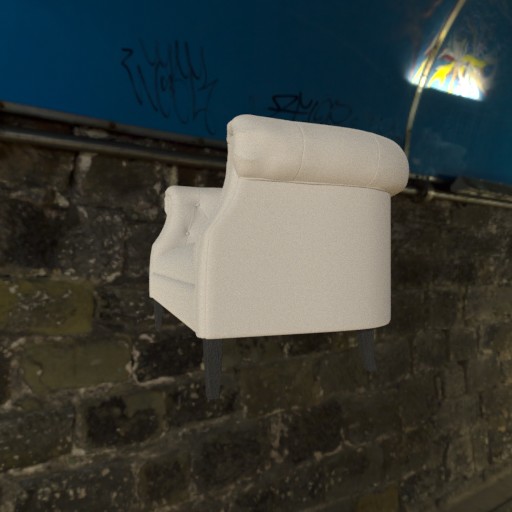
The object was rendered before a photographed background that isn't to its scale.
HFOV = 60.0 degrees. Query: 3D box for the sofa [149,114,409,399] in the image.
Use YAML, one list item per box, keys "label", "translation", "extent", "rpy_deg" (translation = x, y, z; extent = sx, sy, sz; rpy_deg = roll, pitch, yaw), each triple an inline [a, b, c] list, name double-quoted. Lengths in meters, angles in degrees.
- label: "sofa"
  translation: [0.000, 0.000, 2.039]
  extent: [0.835, 0.827, 1.558]
  rpy_deg: [0, 0, -19]
